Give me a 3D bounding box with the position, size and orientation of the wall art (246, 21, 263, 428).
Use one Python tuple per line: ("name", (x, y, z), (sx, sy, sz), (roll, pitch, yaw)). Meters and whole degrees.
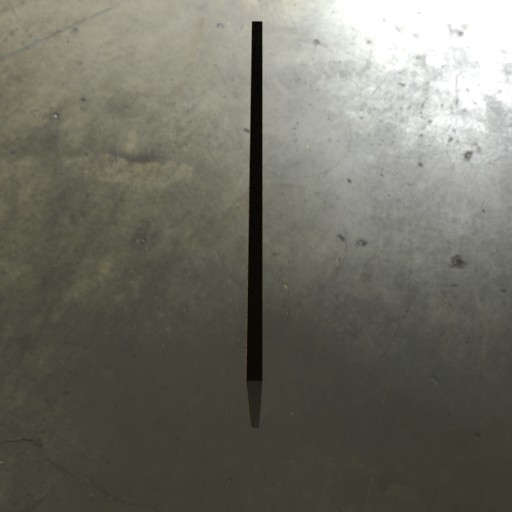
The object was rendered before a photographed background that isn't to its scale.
("wall art", (0.000, 0.000, 0.664), (0.014, 0.445, 0.446), (0, 64, 0))
